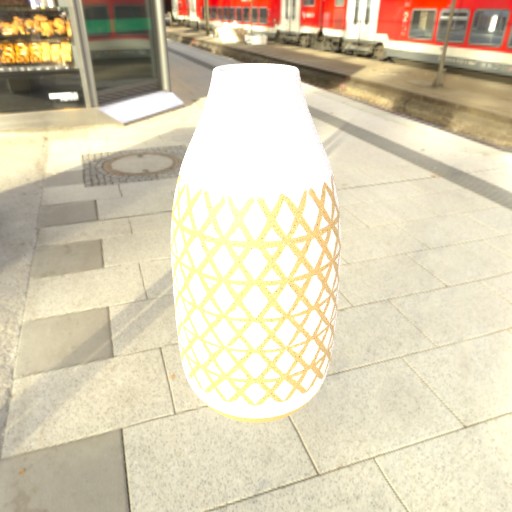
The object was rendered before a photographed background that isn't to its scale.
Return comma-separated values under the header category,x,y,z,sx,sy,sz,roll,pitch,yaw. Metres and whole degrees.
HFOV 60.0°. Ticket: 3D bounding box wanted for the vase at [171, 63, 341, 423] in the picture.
category,x,y,z,sx,sy,sz,roll,pitch,yaw
vase,0.000,0.000,0.484,0.186,0.380,0.186,0,30,0
